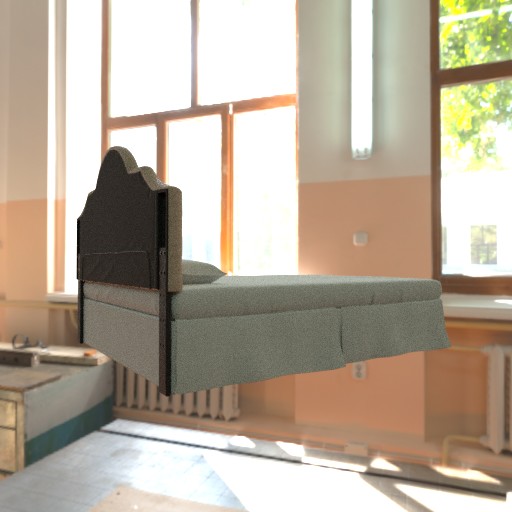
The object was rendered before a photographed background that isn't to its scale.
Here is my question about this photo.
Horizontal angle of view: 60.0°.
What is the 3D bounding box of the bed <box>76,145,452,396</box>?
[{"bbox_3d":[0.000,0.000,2.996,1.970,1.194,1.667,1,-1,-35],"label":"bed"}]
